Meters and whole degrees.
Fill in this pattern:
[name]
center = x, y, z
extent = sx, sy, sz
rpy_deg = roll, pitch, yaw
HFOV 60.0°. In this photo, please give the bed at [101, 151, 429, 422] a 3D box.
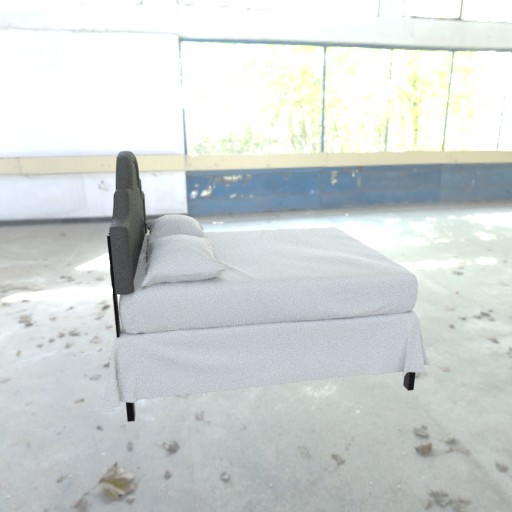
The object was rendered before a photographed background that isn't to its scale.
[bed]
center = 0.000, 0.000, 3.505
extent = 2.222, 1.634, 1.780
rpy_deg = -3, 17, -10
